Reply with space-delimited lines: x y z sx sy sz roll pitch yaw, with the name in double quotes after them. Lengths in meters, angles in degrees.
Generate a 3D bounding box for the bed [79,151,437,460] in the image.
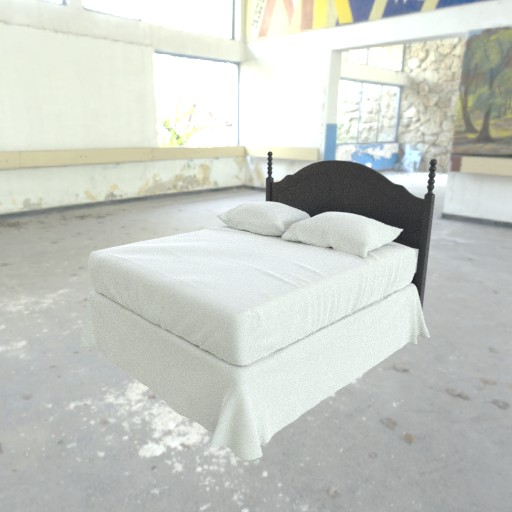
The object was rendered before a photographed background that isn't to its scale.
0.000 0.000 3.196 2.040 1.356 1.873 -15 22 -43 "bed"
